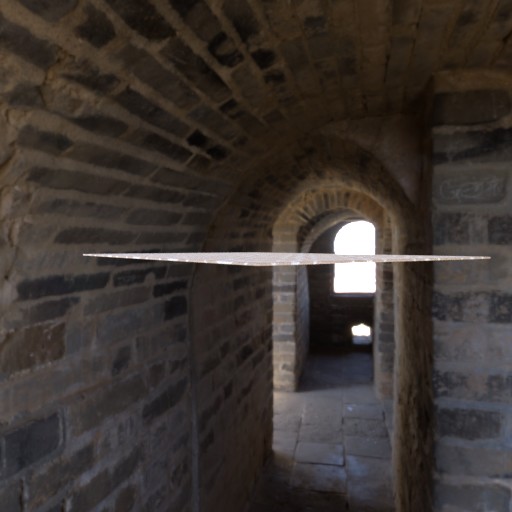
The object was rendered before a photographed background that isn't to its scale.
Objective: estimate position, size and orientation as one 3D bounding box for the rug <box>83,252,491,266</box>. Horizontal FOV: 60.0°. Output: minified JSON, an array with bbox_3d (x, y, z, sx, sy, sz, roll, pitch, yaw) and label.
[{"bbox_3d":[0.000,0.000,2.756,1.524,0.010,2.134,-1,2,-36],"label":"rug"}]
